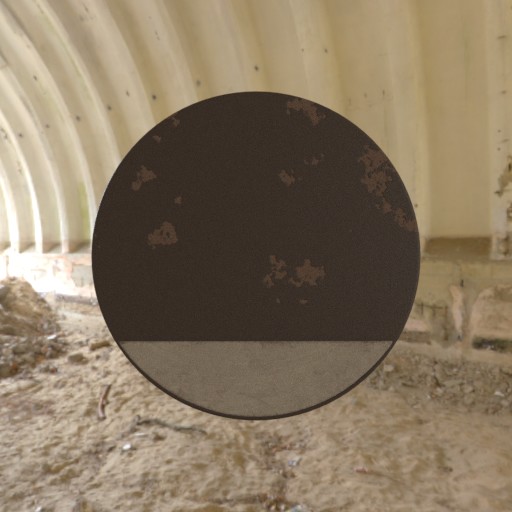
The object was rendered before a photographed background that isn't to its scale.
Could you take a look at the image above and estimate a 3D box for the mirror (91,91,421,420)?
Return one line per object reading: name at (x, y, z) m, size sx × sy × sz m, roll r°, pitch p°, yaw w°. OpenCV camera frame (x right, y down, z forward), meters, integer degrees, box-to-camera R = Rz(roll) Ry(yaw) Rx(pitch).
mirror at (0.000, 0.000, 0.578) m, size 0.386 × 0.386 × 0.126 m, roll 0°, pitch 0°, yaw 0°
